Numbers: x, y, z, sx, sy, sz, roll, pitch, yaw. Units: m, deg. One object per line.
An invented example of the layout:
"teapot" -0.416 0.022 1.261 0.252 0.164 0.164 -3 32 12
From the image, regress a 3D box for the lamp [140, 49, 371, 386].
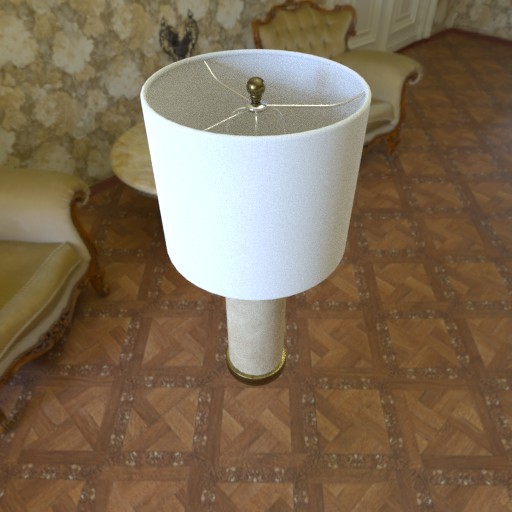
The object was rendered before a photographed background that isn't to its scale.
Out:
"lamp" 0.000 0.000 0.798 0.305 0.634 0.305 0 42 0
